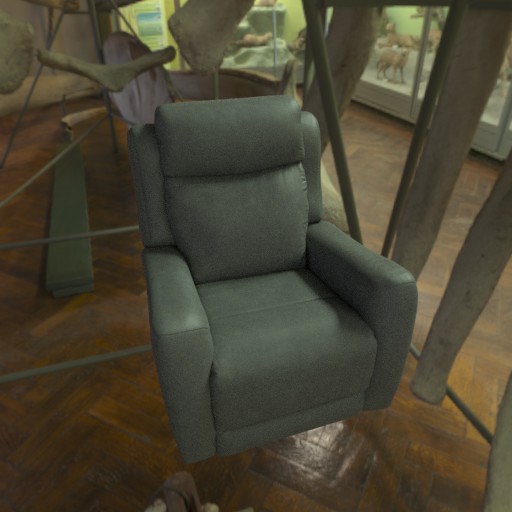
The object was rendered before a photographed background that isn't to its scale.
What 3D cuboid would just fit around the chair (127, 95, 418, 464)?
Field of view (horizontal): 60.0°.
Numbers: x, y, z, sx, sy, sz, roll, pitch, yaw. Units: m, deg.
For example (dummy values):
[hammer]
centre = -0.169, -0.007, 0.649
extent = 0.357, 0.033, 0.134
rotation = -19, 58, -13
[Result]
[chair]
centre = 0.000, 0.000, 1.891
extent = 0.965, 1.116, 1.068
rotation = -9, 33, -15
